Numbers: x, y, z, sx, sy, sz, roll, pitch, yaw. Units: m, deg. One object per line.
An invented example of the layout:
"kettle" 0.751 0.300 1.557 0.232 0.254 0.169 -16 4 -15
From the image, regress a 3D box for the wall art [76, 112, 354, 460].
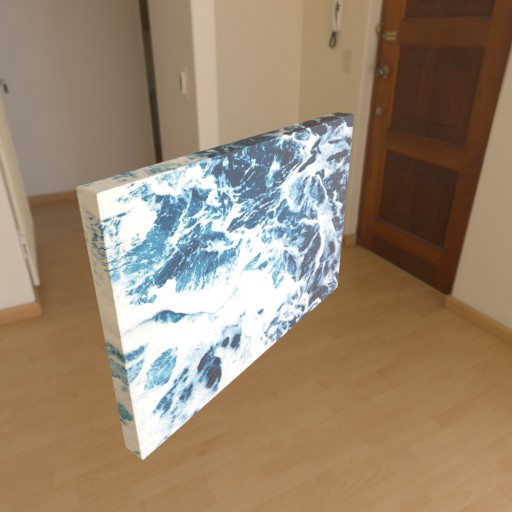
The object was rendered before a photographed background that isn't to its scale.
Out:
"wall art" 0.000 0.000 0.779 0.043 0.407 0.609 19 32 32
